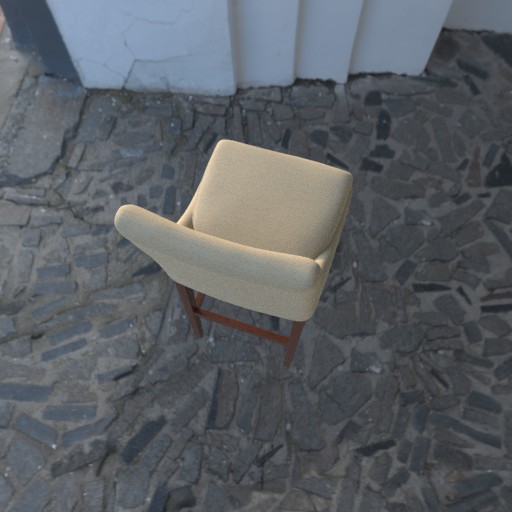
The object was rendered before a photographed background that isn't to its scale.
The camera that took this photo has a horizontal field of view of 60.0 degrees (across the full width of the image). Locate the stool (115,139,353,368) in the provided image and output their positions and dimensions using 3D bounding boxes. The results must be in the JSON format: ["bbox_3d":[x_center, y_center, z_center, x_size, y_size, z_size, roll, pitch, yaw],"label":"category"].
[{"bbox_3d":[0.000,0.000,1.415,0.470,1.078,0.577,17,65,8],"label":"stool"}]
